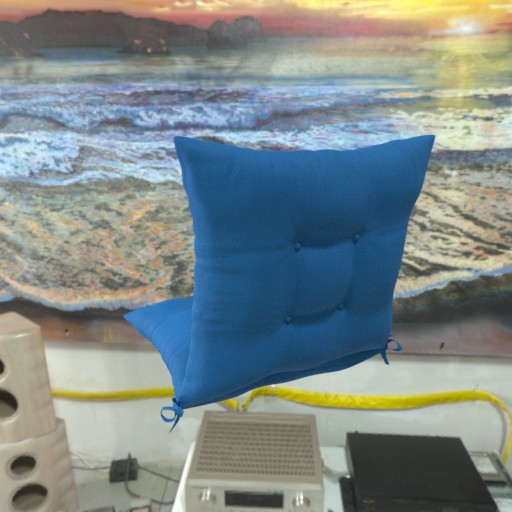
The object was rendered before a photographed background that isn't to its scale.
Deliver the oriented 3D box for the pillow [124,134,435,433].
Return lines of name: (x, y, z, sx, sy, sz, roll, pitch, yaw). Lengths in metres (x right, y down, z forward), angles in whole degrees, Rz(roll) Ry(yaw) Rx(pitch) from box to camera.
pillow: (0.000, 0.000, 0.995, 0.541, 0.536, 0.585, -8, 18, -26)
